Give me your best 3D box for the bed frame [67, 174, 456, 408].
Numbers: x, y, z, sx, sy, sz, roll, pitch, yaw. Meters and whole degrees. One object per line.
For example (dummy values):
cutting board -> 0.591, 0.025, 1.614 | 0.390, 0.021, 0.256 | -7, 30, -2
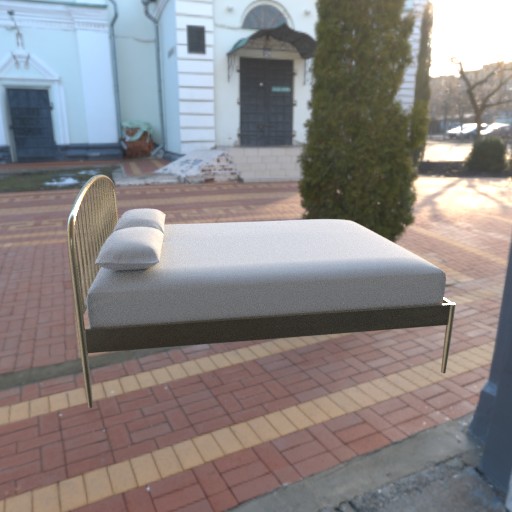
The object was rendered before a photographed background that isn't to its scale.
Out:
bed frame -> 0.000, 0.000, 3.194 | 2.152, 1.175, 1.612 | -3, 16, -9
